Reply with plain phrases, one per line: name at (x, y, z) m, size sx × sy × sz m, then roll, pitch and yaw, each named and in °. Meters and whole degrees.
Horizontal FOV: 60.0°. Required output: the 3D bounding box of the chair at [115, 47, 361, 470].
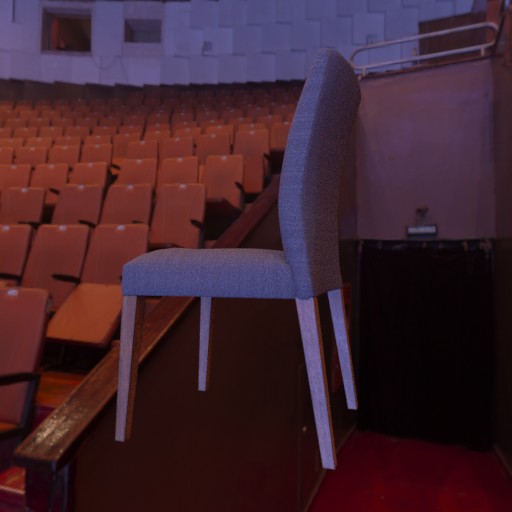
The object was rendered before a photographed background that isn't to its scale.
chair at (0.000, 0.000, 1.268) m, size 0.585 × 0.940 × 0.496 m, roll 0°, pitch -1°, yaw 19°
